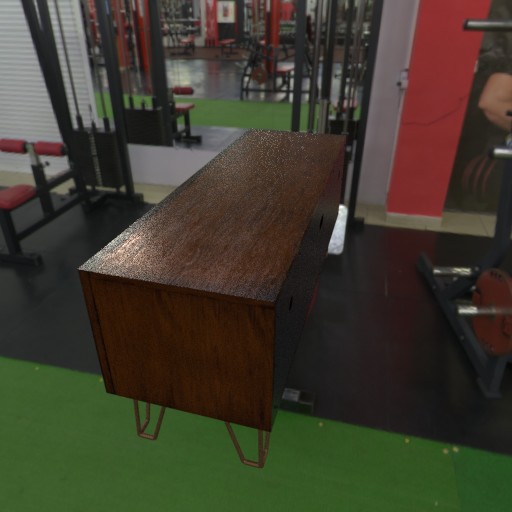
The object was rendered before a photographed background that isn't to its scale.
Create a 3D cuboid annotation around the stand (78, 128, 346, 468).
[{"bbox_3d":[0.000,0.000,1.690,0.481,0.610,1.372,8,31,14],"label":"stand"}]
